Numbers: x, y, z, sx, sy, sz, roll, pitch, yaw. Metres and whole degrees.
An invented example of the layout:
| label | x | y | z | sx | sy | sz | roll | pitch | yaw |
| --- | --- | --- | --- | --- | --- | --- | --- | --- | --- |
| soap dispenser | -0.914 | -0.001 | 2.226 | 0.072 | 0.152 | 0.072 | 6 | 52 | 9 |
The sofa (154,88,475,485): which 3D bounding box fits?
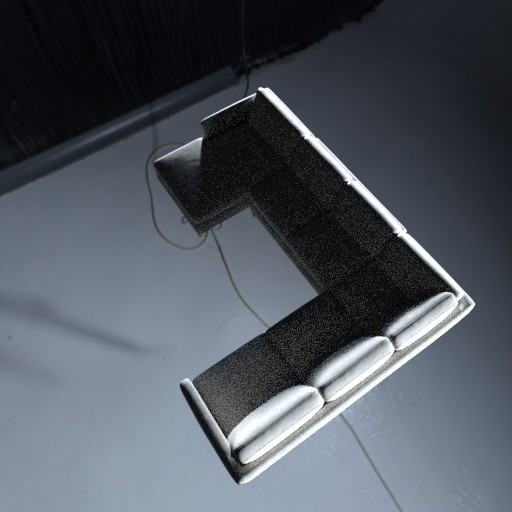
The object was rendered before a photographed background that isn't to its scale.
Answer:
| label | x | y | z | sx | sy | sz | roll | pitch | yaw |
| --- | --- | --- | --- | --- | --- | --- | --- | --- | --- |
| sofa | 0.000 | 0.000 | 4.399 | 2.551 | 0.853 | 3.238 | -31 | 67 | -15 |
